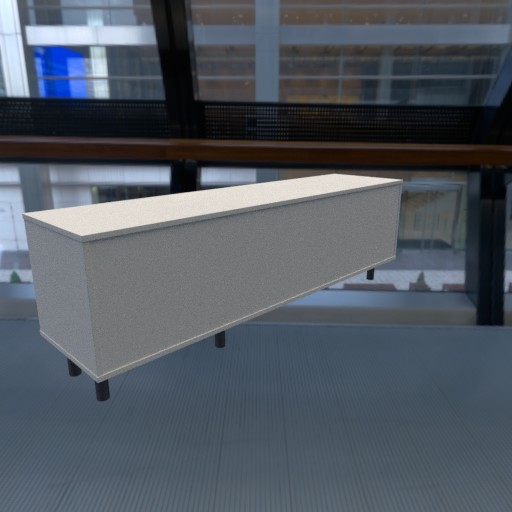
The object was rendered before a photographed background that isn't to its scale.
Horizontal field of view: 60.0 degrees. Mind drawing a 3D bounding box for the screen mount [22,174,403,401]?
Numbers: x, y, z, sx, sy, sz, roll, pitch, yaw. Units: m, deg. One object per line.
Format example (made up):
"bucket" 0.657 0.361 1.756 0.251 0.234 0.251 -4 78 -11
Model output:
"screen mount" 0.000 0.000 1.813 0.418 0.520 1.600 16 22 43
